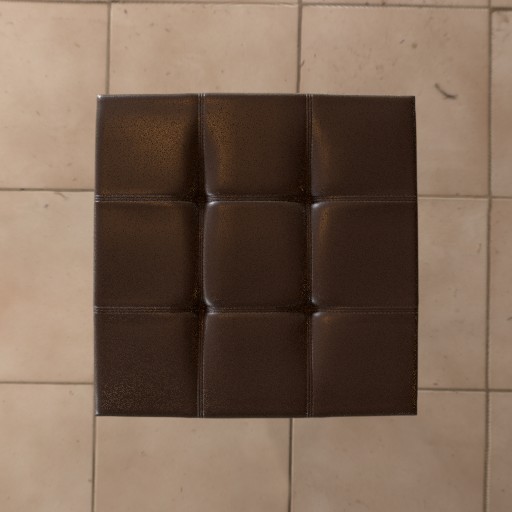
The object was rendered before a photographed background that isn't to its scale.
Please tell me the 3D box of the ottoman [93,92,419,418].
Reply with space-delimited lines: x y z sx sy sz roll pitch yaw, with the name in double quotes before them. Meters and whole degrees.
"ottoman" 0.000 0.000 1.273 0.787 0.460 0.788 0 89 0
